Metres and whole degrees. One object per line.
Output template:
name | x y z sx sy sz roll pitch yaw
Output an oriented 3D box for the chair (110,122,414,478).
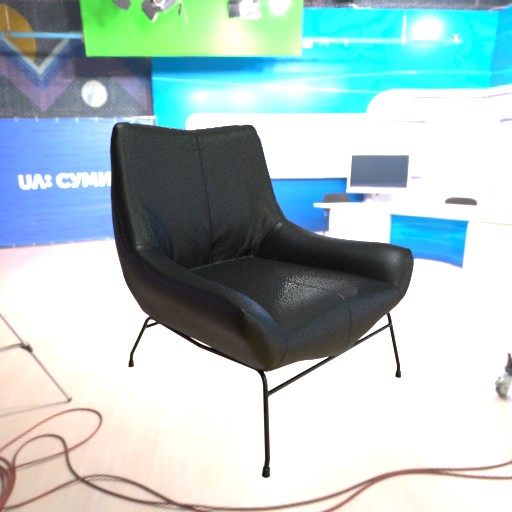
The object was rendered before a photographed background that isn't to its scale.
chair | 0.000 0.000 1.583 0.836 0.922 0.826 -15 21 -43
